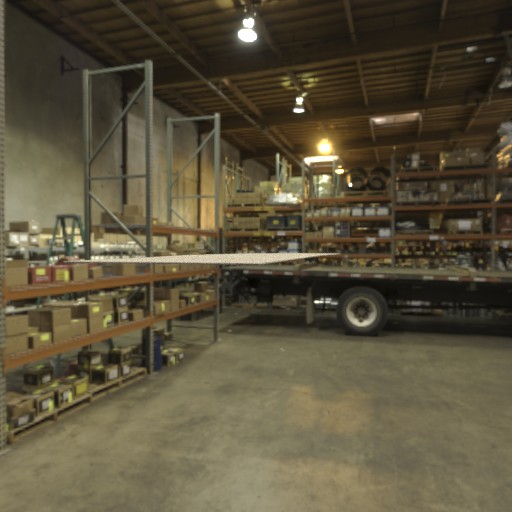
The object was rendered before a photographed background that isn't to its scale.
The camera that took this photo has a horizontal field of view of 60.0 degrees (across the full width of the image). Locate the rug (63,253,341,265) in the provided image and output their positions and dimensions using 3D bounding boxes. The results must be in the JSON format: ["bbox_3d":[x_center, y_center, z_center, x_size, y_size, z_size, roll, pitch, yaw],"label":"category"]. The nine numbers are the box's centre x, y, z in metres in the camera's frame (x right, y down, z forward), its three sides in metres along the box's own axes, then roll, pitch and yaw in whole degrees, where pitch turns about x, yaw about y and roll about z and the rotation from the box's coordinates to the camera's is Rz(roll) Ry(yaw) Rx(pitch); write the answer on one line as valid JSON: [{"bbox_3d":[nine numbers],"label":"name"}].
[{"bbox_3d":[0.000,0.000,2.637,0.741,0.014,2.390,0,1,17],"label":"rug"}]
